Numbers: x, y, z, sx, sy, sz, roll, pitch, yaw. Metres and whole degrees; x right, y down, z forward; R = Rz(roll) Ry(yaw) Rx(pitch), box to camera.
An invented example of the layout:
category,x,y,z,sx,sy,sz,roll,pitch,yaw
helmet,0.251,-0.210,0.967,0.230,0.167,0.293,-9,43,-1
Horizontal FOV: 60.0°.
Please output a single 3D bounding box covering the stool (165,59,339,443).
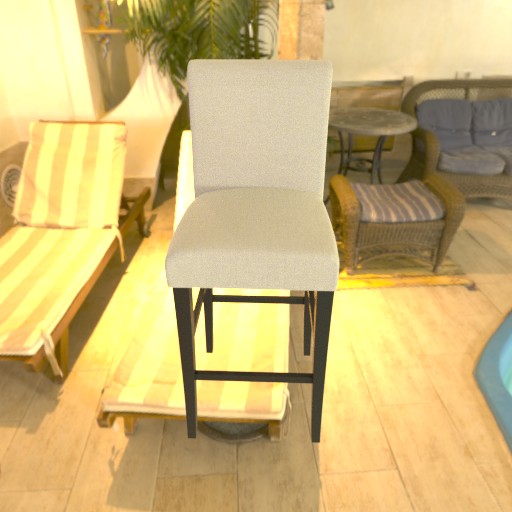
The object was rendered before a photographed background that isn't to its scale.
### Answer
category,x,y,z,sx,sy,sz,roll,pitch,yaw
stool,0.000,0.000,1.446,0.452,1.124,0.597,1,30,2
